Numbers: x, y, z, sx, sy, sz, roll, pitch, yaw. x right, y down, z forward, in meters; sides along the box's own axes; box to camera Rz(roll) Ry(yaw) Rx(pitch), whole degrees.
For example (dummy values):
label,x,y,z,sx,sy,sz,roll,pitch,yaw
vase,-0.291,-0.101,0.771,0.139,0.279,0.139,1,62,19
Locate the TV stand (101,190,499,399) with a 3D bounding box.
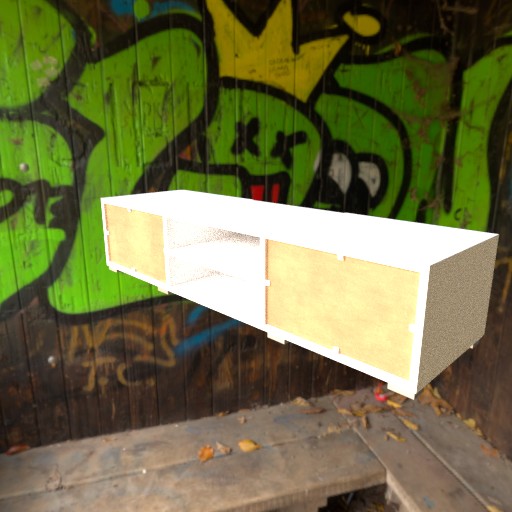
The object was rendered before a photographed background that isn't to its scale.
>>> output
label,x,y,z,sx,sy,sz,roll,pitch,yaw
TV stand,0.000,0.000,1.545,1.400,0.310,0.420,15,21,43
